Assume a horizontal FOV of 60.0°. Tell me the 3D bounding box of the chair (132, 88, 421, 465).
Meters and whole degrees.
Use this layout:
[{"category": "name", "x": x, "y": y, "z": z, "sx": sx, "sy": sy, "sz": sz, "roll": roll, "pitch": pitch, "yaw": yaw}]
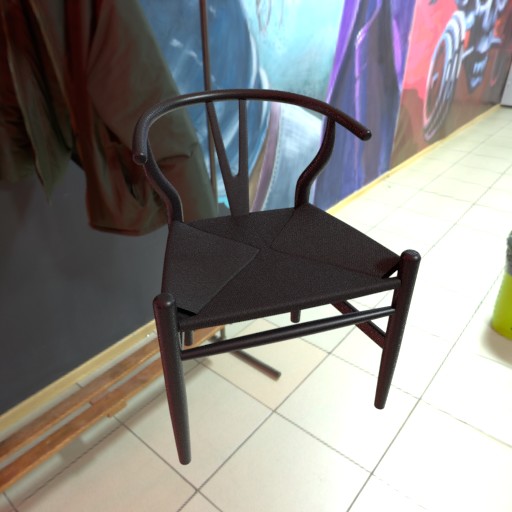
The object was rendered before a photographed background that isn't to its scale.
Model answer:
[{"category": "chair", "x": 0.000, "y": 0.000, "z": 1.155, "sx": 0.569, "sy": 0.730, "sz": 0.579, "roll": -9, "pitch": 32, "yaw": -15}]
